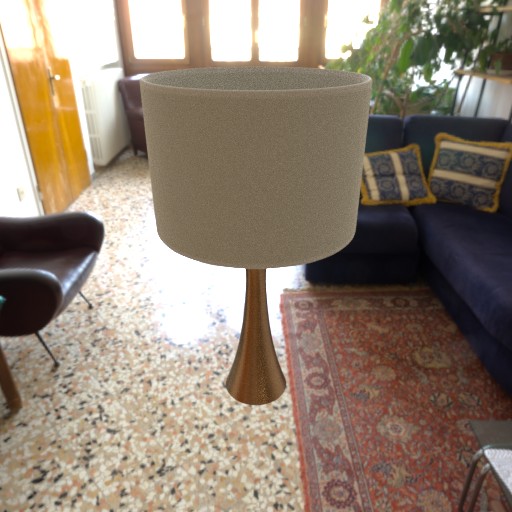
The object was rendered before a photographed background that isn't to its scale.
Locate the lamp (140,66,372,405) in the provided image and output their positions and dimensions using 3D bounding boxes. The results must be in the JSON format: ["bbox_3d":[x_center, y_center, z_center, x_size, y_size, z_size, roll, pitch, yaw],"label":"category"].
[{"bbox_3d":[0.000,0.000,0.633,0.268,0.479,0.268,-19,33,-31],"label":"lamp"}]
